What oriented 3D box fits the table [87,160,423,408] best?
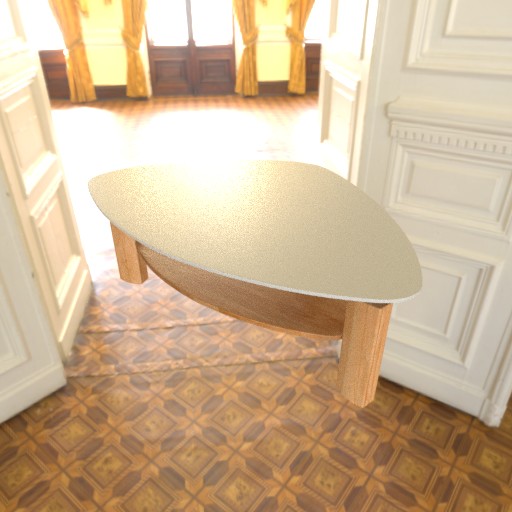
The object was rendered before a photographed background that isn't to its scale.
[{"bbox_3d":[0.000,0.000,1.608,1.250,0.440,0.850,22,37,31],"label":"table"}]
